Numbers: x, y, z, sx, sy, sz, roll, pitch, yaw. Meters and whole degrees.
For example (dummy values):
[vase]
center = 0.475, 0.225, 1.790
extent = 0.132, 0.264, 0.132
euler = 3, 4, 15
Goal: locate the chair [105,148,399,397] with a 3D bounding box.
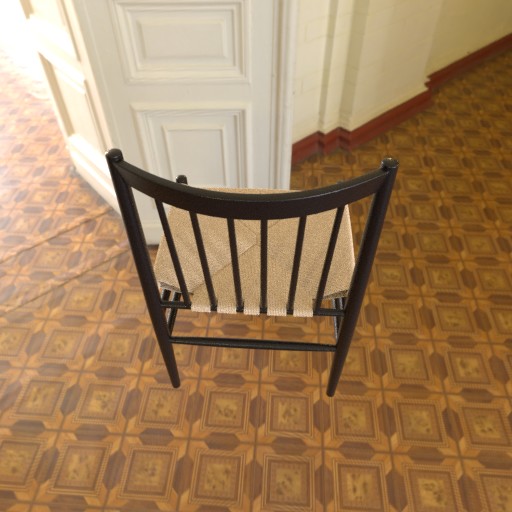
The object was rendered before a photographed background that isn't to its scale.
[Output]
[chair]
center = 0.000, 0.000, 1.137
extent = 0.495, 0.818, 0.516
euler = 2, 47, 2
